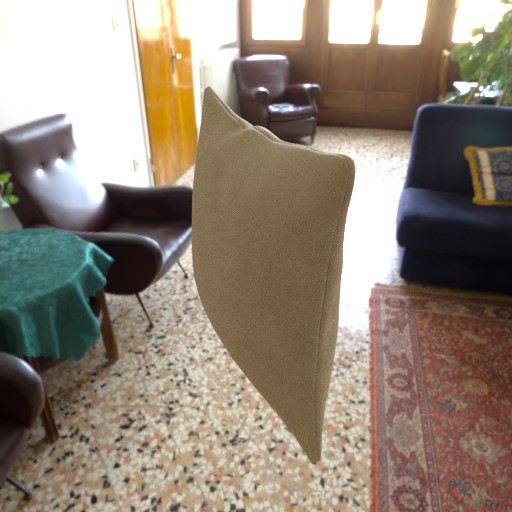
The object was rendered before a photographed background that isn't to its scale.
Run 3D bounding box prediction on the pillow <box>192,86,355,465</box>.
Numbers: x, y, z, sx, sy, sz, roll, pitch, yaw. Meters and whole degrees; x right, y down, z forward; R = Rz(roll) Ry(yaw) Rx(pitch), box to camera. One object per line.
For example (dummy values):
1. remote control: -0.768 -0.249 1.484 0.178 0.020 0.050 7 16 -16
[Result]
1. pillow: 0.000 0.000 0.660 0.162 0.420 0.437 -11 31 -19
